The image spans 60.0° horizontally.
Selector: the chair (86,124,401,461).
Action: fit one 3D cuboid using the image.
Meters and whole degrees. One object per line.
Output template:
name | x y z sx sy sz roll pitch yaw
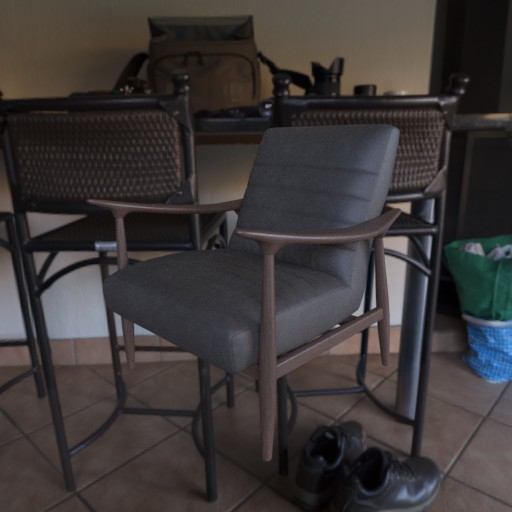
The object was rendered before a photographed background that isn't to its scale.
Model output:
chair | 0.000 0.000 1.446 0.741 0.831 0.798 14 21 42
